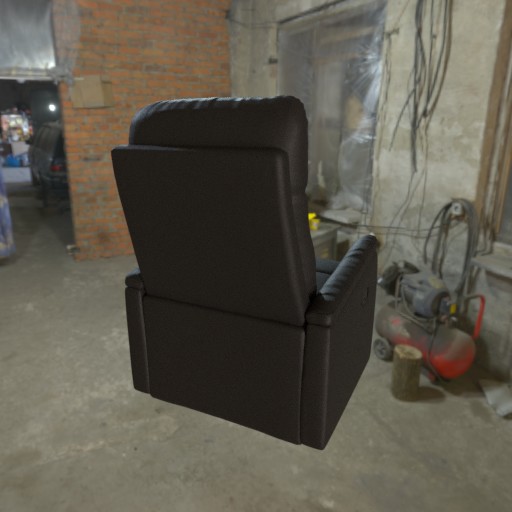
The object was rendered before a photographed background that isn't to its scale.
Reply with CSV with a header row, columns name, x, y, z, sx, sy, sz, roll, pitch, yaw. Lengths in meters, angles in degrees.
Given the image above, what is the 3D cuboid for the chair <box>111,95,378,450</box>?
name,x,y,z,sx,sy,sz,roll,pitch,yaw
chair,0.000,0.000,1.640,0.775,1.082,0.831,8,18,25
